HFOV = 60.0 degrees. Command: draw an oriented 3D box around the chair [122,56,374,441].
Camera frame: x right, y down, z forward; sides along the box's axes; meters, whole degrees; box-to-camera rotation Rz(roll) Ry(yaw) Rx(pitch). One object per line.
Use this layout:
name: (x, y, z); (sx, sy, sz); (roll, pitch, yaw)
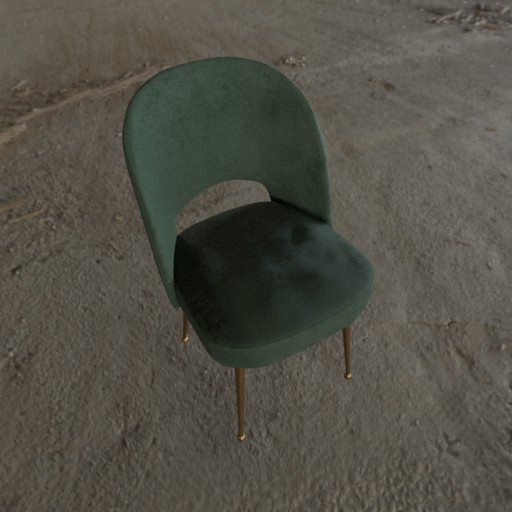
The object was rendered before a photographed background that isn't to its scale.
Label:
chair: (0.000, 0.000, 1.208); (0.527, 0.860, 0.577); (-22, 48, -22)
